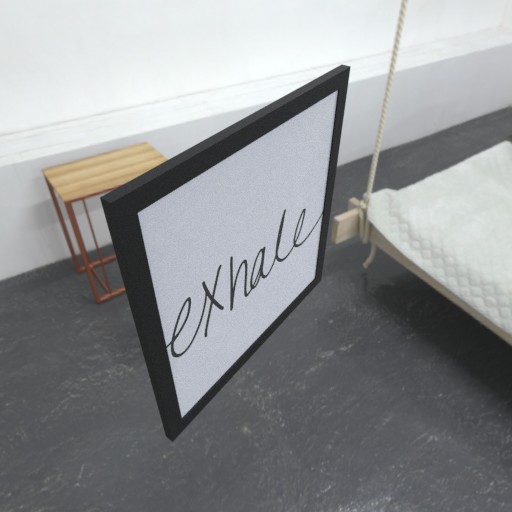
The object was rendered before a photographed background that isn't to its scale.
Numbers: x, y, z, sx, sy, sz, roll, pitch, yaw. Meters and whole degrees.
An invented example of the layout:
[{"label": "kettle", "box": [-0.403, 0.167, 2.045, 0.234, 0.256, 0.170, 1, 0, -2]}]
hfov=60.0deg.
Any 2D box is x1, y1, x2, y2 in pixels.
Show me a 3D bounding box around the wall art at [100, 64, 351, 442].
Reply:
[{"label": "wall art", "box": [0.000, 0.000, 0.541, 0.012, 0.357, 0.358, 27, 48, 27]}]
